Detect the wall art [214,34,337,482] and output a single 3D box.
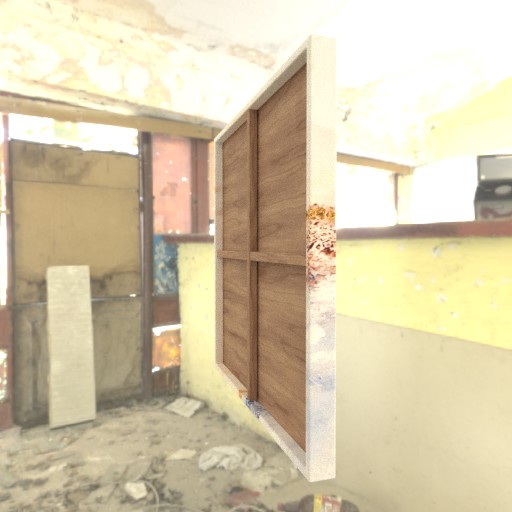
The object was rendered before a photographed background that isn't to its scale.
[{"bbox_3d":[0.000,0.000,1.561,0.071,1.061,1.061,0,1,-18],"label":"wall art"}]
